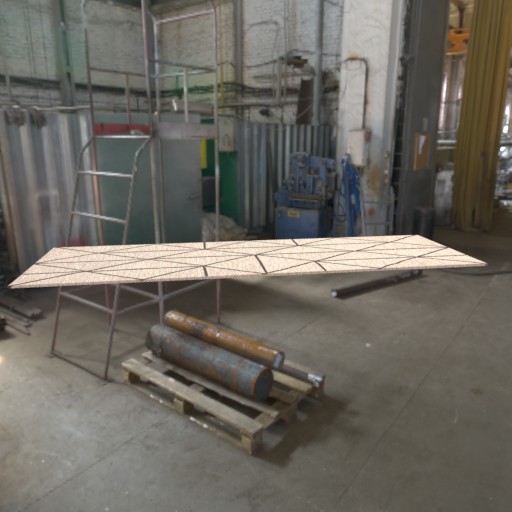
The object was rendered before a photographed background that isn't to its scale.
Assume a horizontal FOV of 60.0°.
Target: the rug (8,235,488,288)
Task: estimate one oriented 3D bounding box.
[{"bbox_3d":[0.000,0.000,2.587,2.438,0.012,0.762,-2,15,-9],"label":"rug"}]
